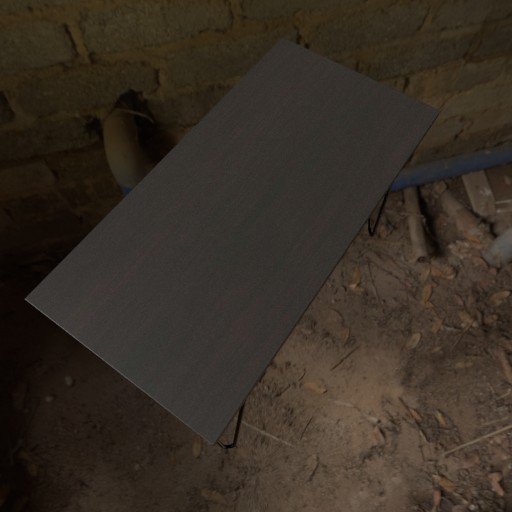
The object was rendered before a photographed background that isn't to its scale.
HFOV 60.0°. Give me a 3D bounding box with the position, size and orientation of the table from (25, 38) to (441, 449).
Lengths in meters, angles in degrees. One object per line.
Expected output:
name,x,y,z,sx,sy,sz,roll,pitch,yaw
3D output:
table,0.000,0.000,1.347,0.499,0.660,0.991,32,68,15
